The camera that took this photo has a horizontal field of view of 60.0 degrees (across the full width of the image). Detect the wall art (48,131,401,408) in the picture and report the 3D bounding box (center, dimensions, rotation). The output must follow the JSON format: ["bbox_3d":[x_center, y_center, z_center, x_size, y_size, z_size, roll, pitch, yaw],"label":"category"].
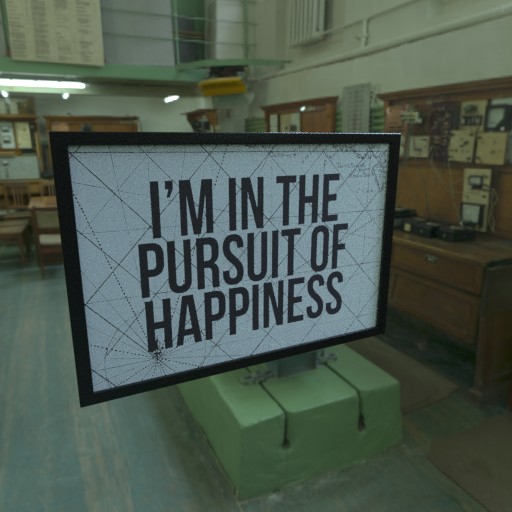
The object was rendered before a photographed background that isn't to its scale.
[{"bbox_3d":[0.000,0.000,1.030,0.819,0.552,0.015,-7,16,-25],"label":"wall art"}]
